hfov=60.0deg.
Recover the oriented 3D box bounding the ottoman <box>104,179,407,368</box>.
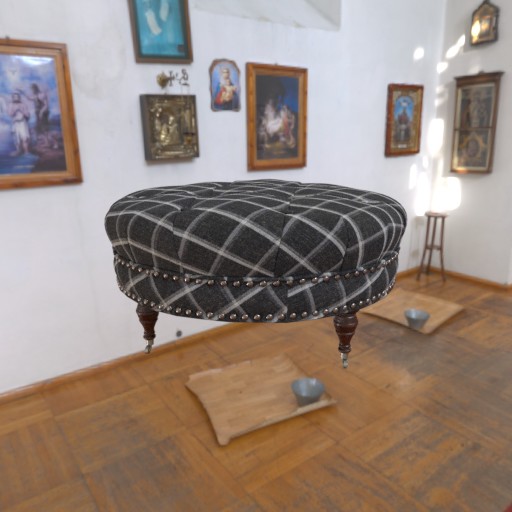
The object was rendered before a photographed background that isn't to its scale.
[{"bbox_3d":[0.000,0.000,1.397,0.901,0.439,0.901,0,14,0],"label":"ottoman"}]
